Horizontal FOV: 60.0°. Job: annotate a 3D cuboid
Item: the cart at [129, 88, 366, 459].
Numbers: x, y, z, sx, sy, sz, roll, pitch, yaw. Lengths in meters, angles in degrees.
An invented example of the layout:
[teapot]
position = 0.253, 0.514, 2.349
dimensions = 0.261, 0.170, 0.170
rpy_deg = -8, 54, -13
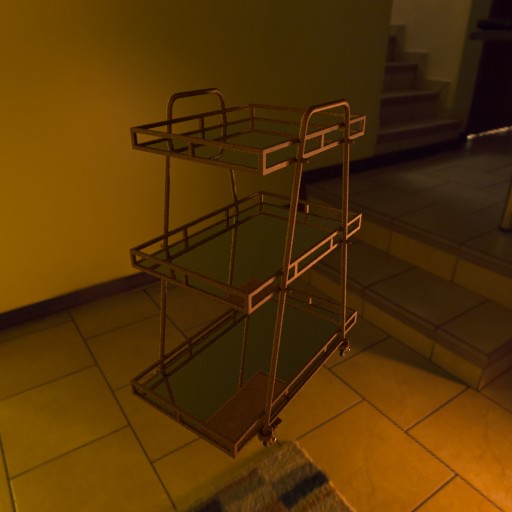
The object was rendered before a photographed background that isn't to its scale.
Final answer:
[cart]
position = 0.000, 0.000, 1.288
dimensions = 0.441, 0.883, 0.711
rpy_deg = 18, 32, 31
